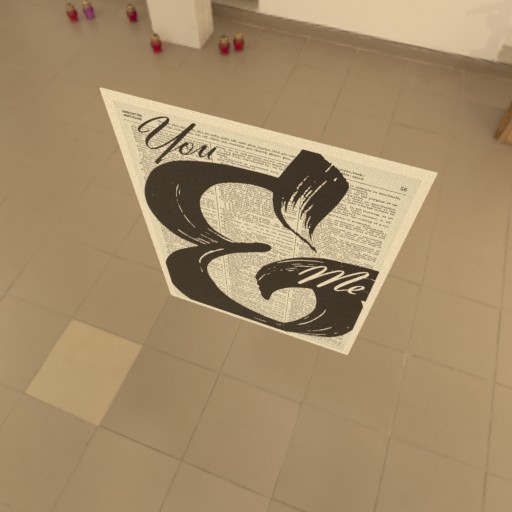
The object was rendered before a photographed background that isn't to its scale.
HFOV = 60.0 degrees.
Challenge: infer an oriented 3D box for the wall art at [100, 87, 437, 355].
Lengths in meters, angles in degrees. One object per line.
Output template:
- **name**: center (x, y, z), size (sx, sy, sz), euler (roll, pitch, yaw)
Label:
- **wall art**: center (0.000, 0.000, 0.823), size (0.457, 0.609, 0.003), euler (17, 59, 11)
